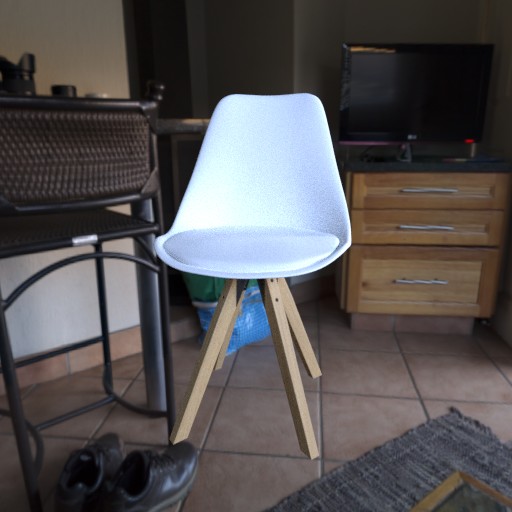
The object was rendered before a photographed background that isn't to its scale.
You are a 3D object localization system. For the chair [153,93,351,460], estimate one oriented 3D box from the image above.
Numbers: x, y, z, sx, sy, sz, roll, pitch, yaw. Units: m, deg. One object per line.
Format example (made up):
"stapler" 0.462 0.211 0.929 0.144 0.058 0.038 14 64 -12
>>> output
"chair" 0.000 0.000 1.163 0.485 0.849 0.550 2 15 9
